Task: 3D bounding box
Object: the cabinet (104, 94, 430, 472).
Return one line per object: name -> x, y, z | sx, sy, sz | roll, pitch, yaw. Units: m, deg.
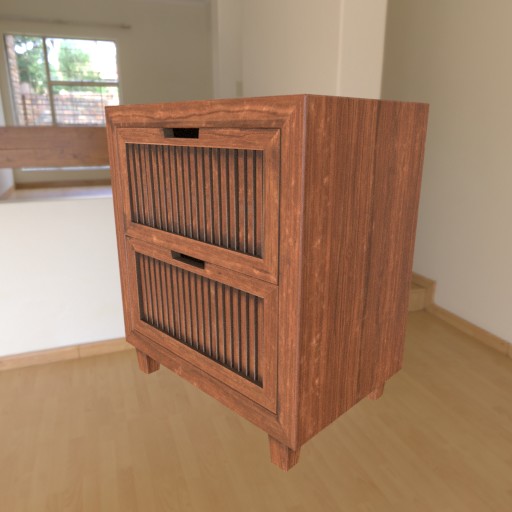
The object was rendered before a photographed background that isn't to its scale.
cabinet -> 0.000, 0.000, 1.075 | 0.410, 0.695, 0.607 | -16, 23, -43
